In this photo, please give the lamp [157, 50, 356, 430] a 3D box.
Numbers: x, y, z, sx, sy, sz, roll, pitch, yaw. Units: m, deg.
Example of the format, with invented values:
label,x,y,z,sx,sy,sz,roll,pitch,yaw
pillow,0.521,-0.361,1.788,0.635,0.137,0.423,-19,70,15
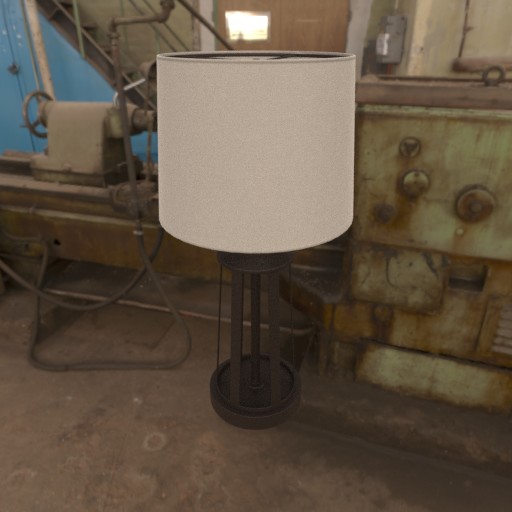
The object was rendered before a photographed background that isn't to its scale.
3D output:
label,x,y,z,sx,sy,sz,roll,pitch,yaw
lamp,0.000,0.000,0.614,0.251,0.509,0.251,0,27,0
